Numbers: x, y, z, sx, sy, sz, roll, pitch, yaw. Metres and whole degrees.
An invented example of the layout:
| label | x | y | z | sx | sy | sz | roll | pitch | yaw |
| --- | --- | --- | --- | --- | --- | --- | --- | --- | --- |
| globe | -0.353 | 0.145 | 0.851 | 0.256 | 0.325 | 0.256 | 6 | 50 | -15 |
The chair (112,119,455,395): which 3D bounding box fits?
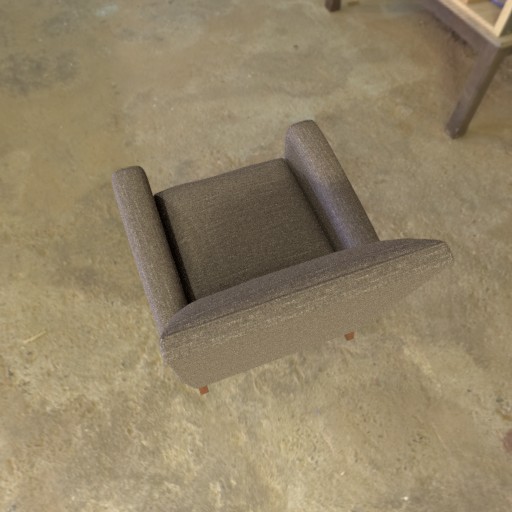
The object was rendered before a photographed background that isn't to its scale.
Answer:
| label | x | y | z | sx | sy | sz | roll | pitch | yaw |
| --- | --- | --- | --- | --- | --- | --- | --- | --- | --- |
| chair | 0.000 | 0.000 | 1.635 | 0.838 | 0.885 | 0.875 | -18 | 60 | -11 |
